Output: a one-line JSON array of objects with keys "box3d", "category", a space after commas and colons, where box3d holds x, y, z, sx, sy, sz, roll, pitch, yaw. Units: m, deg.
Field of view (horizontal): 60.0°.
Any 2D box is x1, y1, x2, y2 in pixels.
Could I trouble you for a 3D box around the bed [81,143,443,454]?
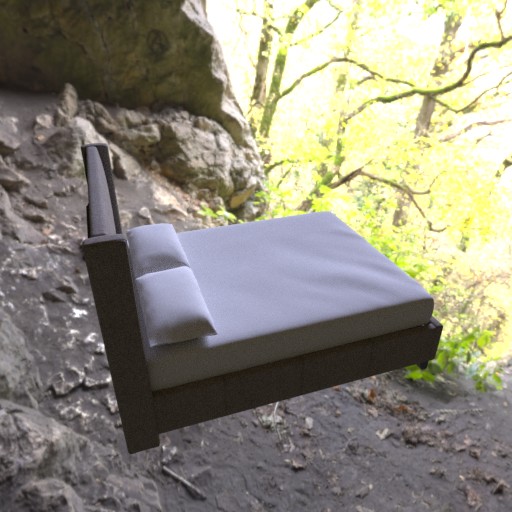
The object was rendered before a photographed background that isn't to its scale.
[{"box3d": [0.000, 0.000, 3.364, 2.245, 1.476, 1.714, -10, 31, -16], "category": "bed"}]
